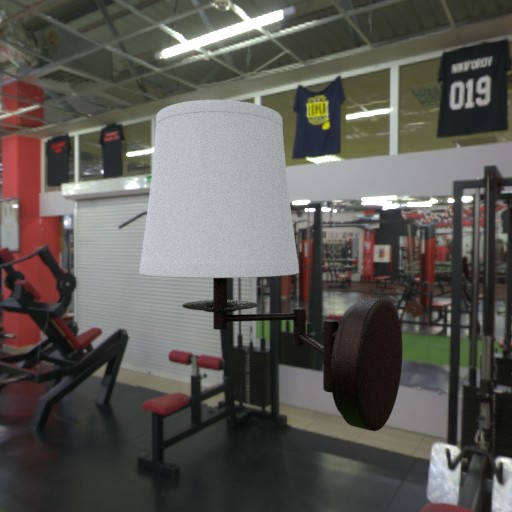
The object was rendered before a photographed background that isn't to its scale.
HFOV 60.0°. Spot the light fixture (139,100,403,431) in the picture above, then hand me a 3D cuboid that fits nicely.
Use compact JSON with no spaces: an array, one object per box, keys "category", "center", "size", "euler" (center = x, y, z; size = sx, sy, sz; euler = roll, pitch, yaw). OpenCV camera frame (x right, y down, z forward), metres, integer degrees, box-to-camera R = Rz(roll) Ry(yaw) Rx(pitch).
[{"category":"light fixture","center":[0.000,0.000,0.267],"size":[0.157,0.172,0.100],"euler":[1,2,35]}]
